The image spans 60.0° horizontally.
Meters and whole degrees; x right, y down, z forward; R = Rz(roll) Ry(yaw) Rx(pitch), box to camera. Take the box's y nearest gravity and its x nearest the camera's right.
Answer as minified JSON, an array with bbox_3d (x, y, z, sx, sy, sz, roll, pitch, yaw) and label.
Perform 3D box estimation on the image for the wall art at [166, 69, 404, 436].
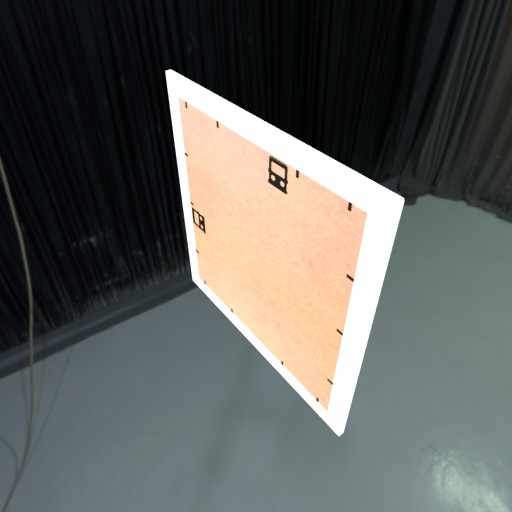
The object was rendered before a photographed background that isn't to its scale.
[{"bbox_3d":[0.000,0.000,0.905,0.013,0.584,0.584,-27,48,-27],"label":"wall art"}]
